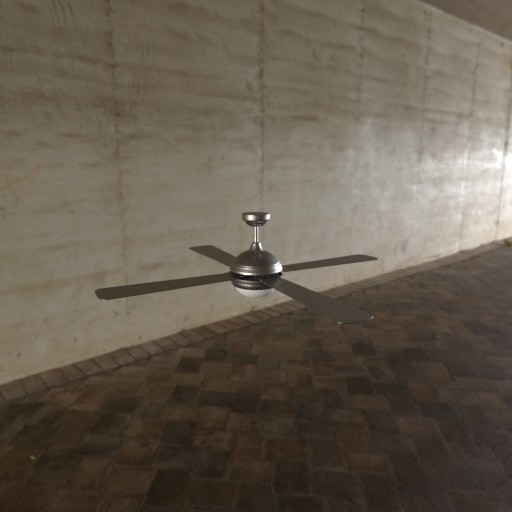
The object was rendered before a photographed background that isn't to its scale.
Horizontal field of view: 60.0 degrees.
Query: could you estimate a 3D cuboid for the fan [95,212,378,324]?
[{"bbox_3d":[0.000,0.000,1.988,1.321,0.381,1.321,-2,13,-8],"label":"fan"}]
